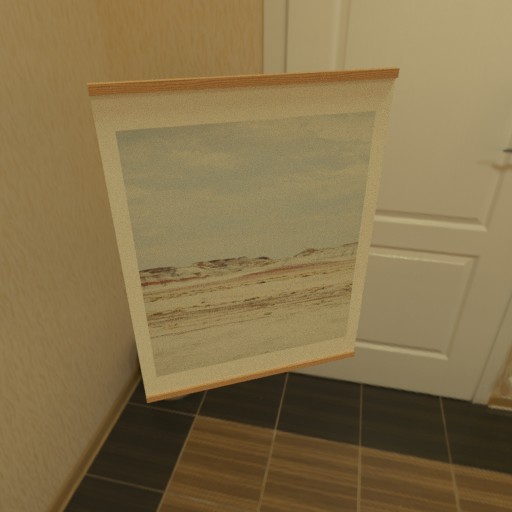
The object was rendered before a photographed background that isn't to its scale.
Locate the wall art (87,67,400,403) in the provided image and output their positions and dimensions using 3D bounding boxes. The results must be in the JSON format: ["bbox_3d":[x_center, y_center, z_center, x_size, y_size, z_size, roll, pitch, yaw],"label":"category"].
[{"bbox_3d":[0.000,0.000,0.791,0.458,0.605,0.011,-9,33,-14],"label":"wall art"}]
